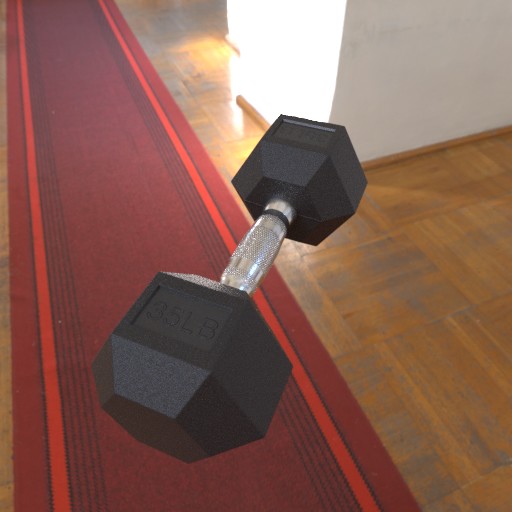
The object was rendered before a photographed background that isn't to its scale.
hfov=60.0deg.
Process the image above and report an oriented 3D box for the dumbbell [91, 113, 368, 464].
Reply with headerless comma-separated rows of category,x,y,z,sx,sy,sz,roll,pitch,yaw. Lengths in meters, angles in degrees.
dumbbell,0.000,0.000,0.413,0.141,0.123,0.356,17,48,16
